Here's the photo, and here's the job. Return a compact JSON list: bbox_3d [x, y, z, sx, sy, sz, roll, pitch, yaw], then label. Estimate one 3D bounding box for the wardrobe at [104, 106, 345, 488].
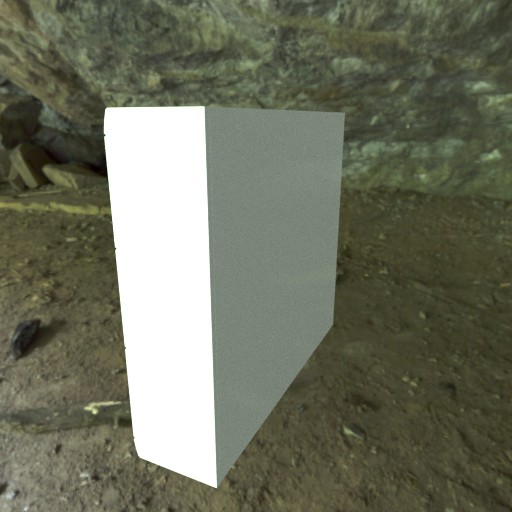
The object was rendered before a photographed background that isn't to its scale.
[{"bbox_3d":[0.000,0.000,1.930,0.360,1.200,1.340,8,19,24],"label":"wardrobe"}]
